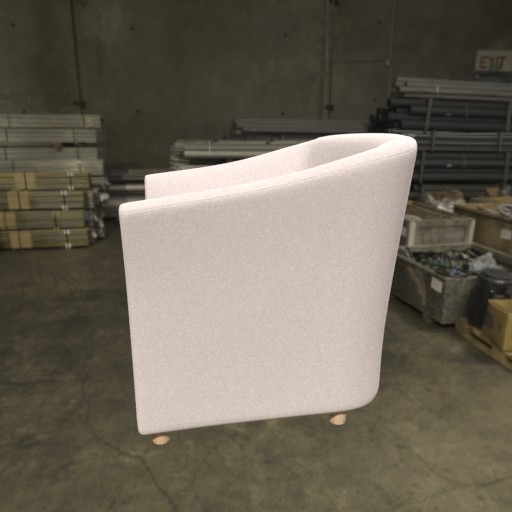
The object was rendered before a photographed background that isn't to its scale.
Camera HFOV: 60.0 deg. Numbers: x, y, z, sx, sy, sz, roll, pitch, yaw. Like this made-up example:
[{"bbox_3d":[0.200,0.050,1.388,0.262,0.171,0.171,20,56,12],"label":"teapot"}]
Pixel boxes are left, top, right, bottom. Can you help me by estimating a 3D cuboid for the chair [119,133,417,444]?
[{"bbox_3d":[0.000,0.000,1.350,0.700,0.720,0.790,-3,15,-9],"label":"chair"}]
